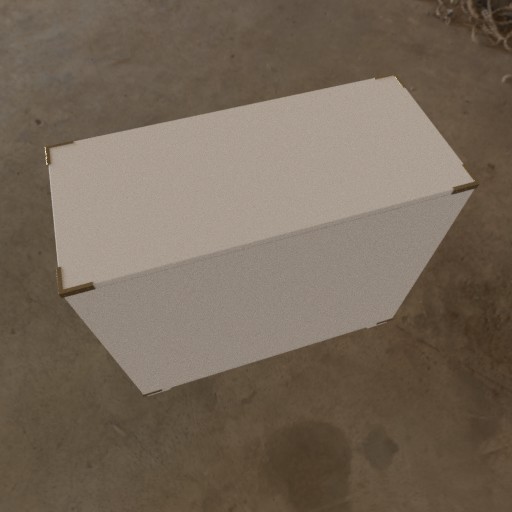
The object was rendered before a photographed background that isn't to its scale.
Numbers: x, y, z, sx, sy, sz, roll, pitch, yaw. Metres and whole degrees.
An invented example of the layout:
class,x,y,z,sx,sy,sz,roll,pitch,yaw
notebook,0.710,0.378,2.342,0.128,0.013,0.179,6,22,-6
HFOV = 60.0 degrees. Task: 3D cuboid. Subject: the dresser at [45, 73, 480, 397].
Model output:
class,x,y,z,sx,sy,sz,roll,pitch,yaw
dresser,0.000,0.000,1.513,1.022,0.891,0.460,-15,59,-9
